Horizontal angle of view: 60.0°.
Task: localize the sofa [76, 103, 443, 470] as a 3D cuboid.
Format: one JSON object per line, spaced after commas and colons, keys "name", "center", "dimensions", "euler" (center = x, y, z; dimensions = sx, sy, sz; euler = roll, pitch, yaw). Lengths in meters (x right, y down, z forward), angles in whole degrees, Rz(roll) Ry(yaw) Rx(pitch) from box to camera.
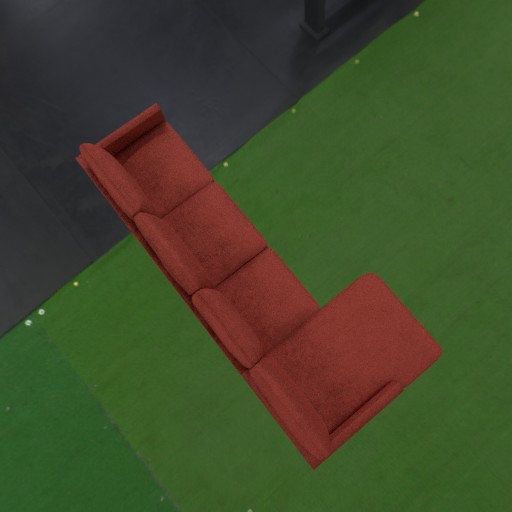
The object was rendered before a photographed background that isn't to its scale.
{"name": "sofa", "center": [0.000, 0.000, 4.054], "dimensions": [1.500, 0.967, 3.400], "euler": [-38, 80, -8]}
